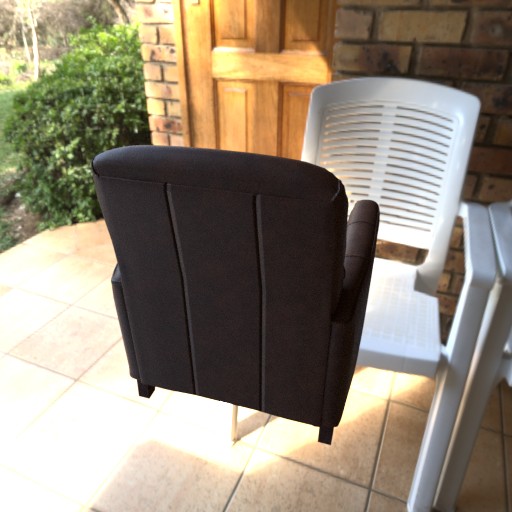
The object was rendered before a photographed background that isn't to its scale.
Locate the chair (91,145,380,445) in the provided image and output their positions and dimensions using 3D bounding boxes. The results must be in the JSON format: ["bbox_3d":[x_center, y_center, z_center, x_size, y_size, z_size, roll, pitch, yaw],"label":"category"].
[{"bbox_3d":[0.000,0.000,1.636,0.839,1.010,0.850,9,31,15],"label":"chair"}]
